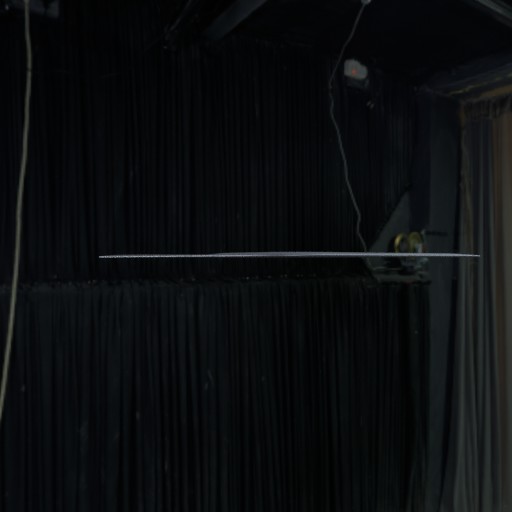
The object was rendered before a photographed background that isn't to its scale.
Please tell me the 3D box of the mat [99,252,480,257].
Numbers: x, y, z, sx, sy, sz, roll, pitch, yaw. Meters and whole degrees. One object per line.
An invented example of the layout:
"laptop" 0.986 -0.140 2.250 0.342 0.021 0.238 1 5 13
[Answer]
"mat" 0.000 0.000 1.849 0.918 0.013 1.524 0 0 -36
